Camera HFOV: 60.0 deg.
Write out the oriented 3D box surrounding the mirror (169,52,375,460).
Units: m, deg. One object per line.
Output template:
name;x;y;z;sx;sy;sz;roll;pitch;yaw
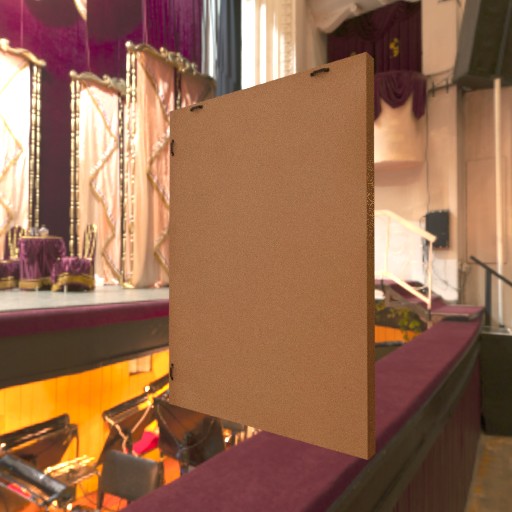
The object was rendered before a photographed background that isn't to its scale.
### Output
mirror;0.000;0.000;0.935;0.507;0.710;0.039;-1;-1;37
